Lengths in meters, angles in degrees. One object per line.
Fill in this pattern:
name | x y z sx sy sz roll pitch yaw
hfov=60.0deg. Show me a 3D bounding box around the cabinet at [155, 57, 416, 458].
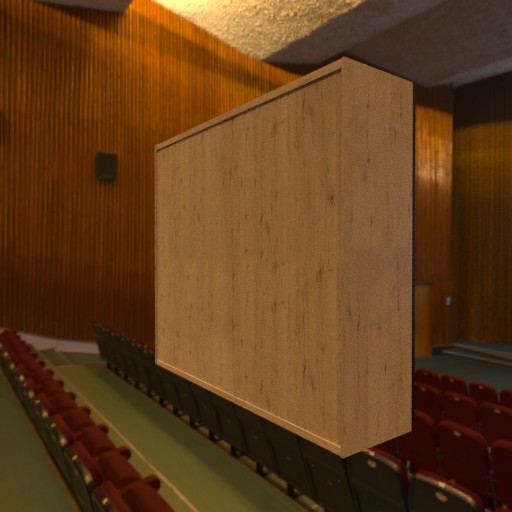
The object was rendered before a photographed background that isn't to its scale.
cabinet | 0.000 0.000 3.606 0.660 2.180 2.500 0 1 -36
